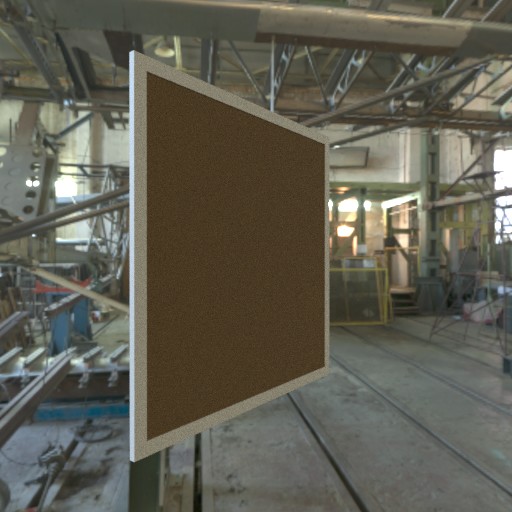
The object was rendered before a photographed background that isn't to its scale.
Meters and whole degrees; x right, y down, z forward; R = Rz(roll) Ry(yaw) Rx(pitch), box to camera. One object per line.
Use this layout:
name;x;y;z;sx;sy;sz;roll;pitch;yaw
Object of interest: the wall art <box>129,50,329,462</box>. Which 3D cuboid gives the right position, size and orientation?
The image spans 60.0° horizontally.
wall art;0.000;0.000;1.201;0.015;0.812;0.812;0;0;37
